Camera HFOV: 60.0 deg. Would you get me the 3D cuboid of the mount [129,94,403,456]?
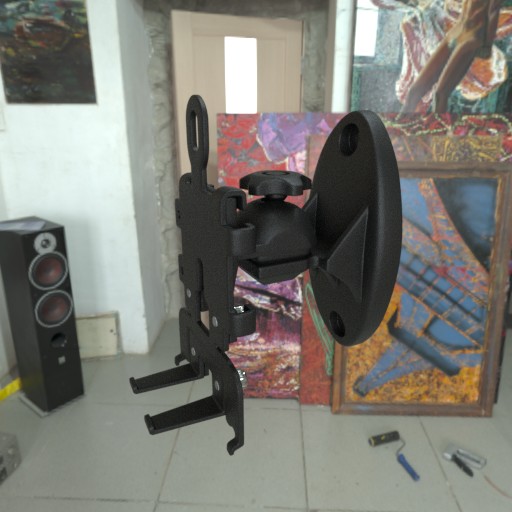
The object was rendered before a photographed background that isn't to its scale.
[{"bbox_3d":[0.000,0.000,0.173,0.100,0.118,0.066,-9,21,-25],"label":"mount"}]
